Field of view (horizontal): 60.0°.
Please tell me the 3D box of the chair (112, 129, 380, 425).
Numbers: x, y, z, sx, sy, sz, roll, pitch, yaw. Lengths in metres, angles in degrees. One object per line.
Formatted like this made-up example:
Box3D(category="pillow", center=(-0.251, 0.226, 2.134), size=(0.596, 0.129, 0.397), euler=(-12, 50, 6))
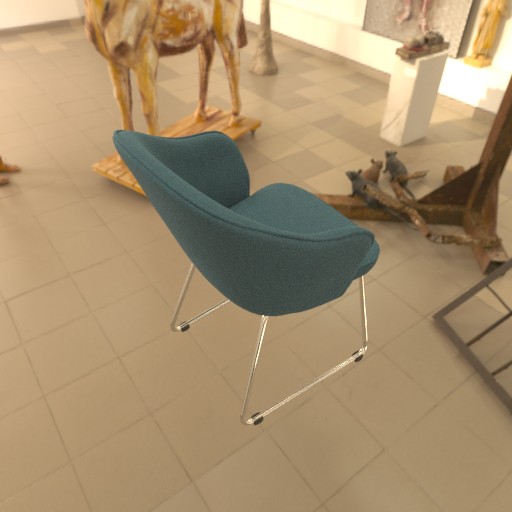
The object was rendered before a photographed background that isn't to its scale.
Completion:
Box3D(category="chair", center=(0.000, 0.000, 1.211), size=(0.585, 0.815, 0.570), euler=(-26, 48, -26))
